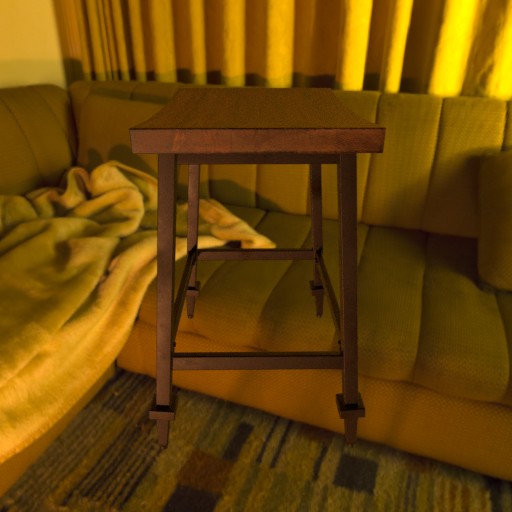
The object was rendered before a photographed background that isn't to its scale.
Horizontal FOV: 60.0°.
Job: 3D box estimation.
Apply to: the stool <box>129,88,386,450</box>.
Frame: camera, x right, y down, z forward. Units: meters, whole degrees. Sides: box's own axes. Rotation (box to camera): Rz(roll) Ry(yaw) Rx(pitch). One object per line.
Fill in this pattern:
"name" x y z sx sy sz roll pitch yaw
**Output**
"stool" 0.000 0.000 0.947 0.405 0.625 0.486 0 27 -1
